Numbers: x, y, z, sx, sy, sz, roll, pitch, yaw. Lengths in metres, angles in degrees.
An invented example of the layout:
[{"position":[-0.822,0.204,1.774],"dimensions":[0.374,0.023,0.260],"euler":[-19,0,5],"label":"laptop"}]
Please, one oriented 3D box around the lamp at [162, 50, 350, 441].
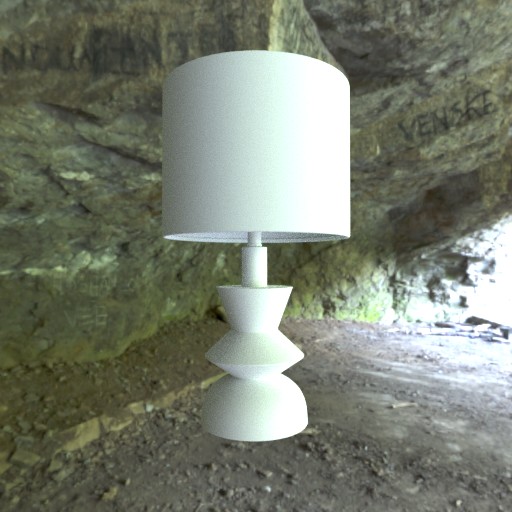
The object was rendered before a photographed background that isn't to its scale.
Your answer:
[{"position":[0.000,0.000,0.724],"dimensions":[0.301,0.533,0.301],"euler":[0,-1,-18],"label":"lamp"}]
